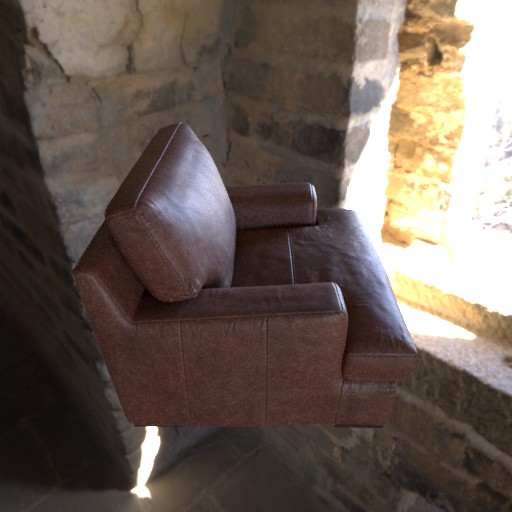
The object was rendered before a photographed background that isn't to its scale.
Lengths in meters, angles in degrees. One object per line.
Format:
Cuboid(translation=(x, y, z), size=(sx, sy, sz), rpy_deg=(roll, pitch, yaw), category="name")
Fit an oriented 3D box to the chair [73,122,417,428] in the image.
Cuboid(translation=(0.000, 0.000, 1.962), size=(1.143, 0.939, 1.168), rpy_deg=(0, 32, 0), category="chair")
